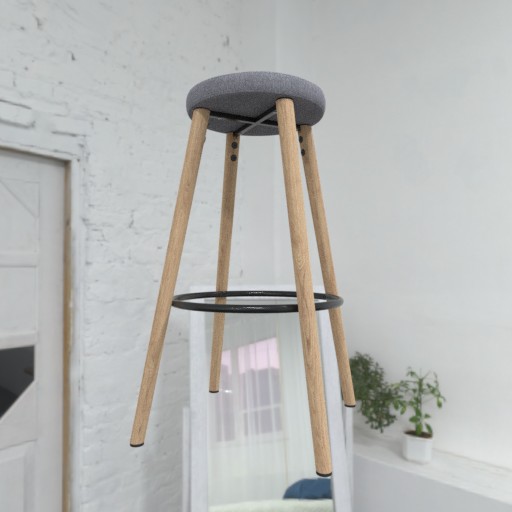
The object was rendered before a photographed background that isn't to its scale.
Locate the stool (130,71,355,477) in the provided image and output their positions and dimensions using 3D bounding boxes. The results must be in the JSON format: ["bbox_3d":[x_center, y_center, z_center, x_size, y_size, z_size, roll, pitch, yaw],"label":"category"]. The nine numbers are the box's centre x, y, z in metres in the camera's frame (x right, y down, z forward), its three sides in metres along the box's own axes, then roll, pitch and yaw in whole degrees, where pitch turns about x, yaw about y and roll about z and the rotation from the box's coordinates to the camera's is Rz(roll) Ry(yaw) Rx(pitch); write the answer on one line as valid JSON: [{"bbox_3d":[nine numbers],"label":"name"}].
[{"bbox_3d":[0.000,0.000,1.025,0.410,0.770,0.410,0,-1,19],"label":"stool"}]
